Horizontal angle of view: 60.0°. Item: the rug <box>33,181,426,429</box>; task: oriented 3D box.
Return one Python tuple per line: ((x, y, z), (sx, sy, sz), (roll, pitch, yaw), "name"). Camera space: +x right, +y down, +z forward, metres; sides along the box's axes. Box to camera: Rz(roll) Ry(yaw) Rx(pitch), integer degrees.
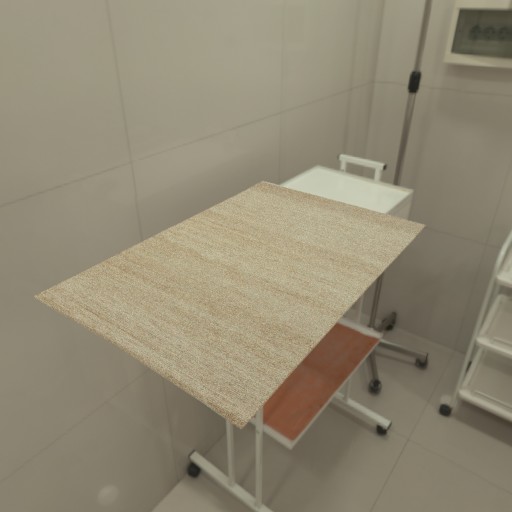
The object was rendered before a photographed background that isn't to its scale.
((0.000, 0.000, 3.045), (1.574, 0.029, 2.346), (21, 37, 31), "rug")
